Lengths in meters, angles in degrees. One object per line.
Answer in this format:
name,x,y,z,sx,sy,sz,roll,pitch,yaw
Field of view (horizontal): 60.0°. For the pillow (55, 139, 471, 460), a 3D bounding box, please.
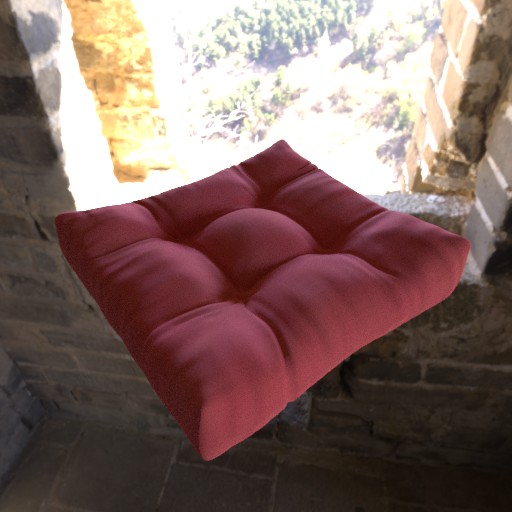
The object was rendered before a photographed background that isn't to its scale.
pillow,0.000,0.000,0.713,0.490,0.128,0.468,-26,46,-28
